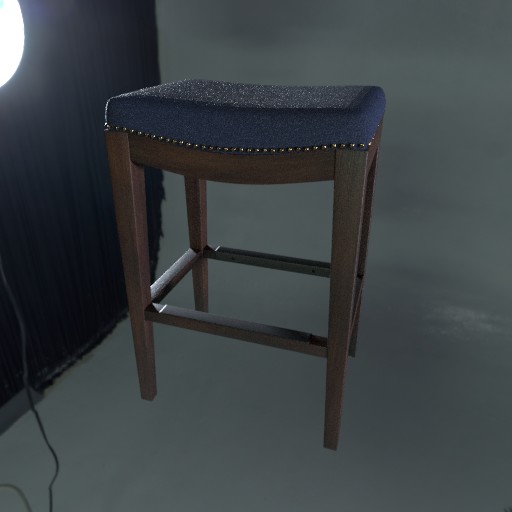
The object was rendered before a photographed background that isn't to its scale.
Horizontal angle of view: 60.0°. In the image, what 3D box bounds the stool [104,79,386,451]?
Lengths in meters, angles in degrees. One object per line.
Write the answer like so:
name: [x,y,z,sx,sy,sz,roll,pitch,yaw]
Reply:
stool: [0.000,0.000,1.042,0.498,0.740,0.358,9,29,16]
